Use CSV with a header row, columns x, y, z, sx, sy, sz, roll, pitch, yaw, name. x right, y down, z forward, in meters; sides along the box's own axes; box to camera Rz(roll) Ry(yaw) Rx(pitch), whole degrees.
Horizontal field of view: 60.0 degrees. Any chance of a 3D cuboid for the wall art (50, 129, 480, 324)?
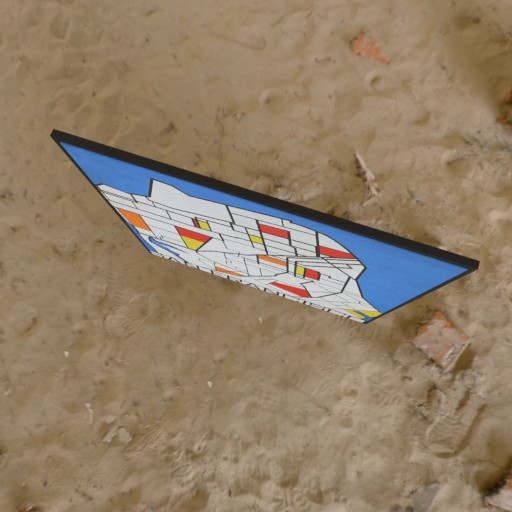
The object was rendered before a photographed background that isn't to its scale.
x,y,z,sx,sy,sz,roll,pitch,yaw,name
0.000,0.000,0.973,0.664,0.663,0.015,18,75,5,wall art
